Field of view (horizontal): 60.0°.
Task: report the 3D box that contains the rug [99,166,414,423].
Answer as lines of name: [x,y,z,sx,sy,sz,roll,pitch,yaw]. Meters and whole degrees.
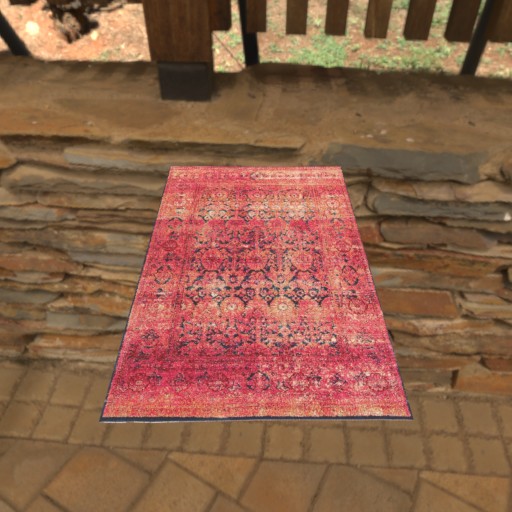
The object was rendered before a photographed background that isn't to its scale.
rug: [0.000,0.000,3.076,1.539,0.018,2.449,0,41,0]
